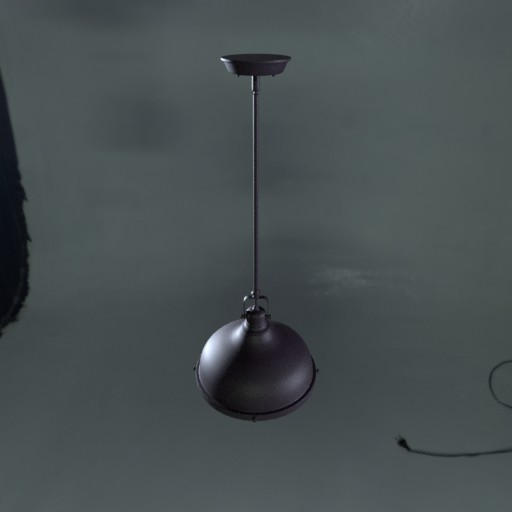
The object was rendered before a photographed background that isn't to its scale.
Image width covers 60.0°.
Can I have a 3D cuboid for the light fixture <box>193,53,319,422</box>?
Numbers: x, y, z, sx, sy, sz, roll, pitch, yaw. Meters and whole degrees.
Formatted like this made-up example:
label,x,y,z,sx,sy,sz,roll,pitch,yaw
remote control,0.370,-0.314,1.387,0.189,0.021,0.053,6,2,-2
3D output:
label,x,y,z,sx,sy,sz,roll,pitch,yaw
light fixture,0.000,0.000,1.032,0.341,0.849,0.341,1,30,1
